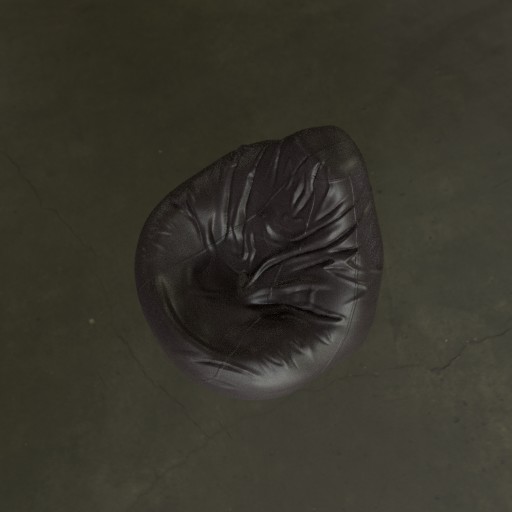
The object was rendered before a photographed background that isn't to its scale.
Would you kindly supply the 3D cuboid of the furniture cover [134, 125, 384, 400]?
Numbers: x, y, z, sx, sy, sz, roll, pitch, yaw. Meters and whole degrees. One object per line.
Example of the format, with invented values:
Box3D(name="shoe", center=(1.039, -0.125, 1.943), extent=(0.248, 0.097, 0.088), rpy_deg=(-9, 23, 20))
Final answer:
Box3D(name="furniture cover", center=(0.000, 0.000, 1.886), extent=(1.070, 0.990, 1.070), rpy_deg=(-31, 68, -14))
